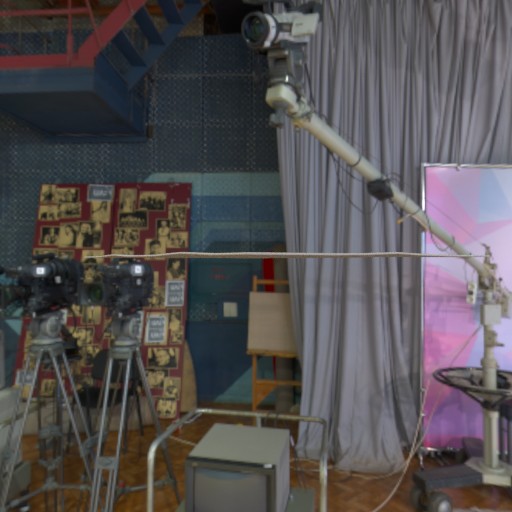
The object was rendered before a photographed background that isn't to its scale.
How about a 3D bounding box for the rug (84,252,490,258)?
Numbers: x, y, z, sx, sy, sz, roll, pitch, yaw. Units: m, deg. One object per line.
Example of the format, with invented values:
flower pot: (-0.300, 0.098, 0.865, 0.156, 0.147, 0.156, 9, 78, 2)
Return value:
rug: (0.000, 0.000, 4.361, 2.428, 0.027, 3.333, 0, -1, -35)
